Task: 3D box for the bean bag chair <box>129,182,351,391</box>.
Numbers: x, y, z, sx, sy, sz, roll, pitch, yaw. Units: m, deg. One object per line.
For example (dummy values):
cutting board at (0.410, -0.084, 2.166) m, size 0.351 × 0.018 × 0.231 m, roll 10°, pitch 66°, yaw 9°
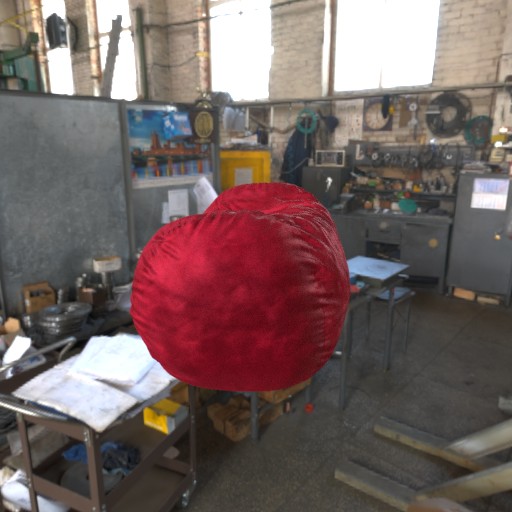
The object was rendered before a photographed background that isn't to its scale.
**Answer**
bean bag chair at (0.000, 0.000, 2.976) m, size 1.216 × 0.867 × 2.293 m, roll 2°, pitch 15°, yaw 7°
